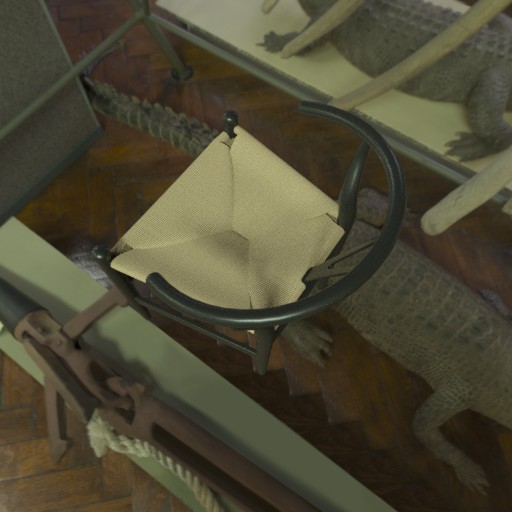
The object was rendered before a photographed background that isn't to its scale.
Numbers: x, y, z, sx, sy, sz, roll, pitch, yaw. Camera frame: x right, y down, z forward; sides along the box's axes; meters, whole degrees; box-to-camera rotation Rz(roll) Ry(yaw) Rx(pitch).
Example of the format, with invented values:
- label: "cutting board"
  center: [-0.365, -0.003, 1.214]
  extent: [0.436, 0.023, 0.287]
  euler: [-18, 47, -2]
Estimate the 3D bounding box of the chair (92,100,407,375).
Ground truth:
- label: "chair"
  center: [0.000, 0.000, 1.168]
  extent: [0.570, 0.739, 0.570]
  euler: [33, 69, 14]
